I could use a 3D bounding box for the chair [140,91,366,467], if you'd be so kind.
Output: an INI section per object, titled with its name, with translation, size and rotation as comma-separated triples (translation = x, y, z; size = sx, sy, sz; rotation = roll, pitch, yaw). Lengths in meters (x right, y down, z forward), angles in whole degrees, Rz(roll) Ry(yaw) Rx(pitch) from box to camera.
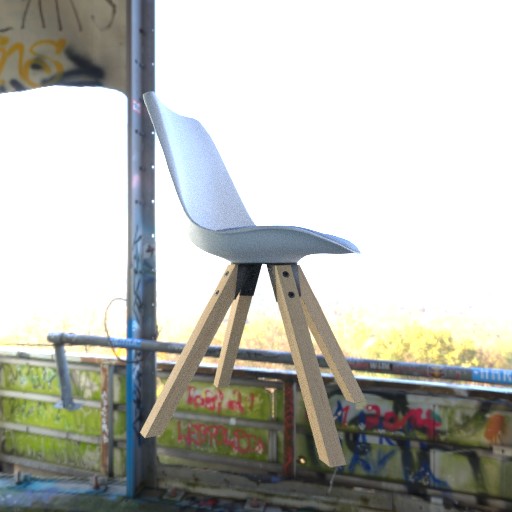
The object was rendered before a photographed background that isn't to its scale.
[chair]
translation = 0.000, 0.000, 1.176
size = 0.550, 0.850, 0.485
rotation = 0, 0, 19
